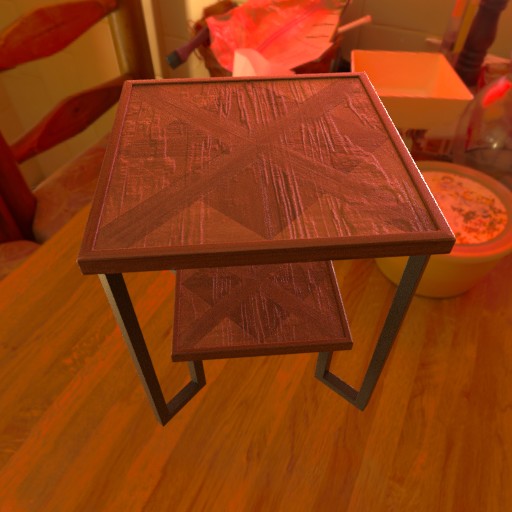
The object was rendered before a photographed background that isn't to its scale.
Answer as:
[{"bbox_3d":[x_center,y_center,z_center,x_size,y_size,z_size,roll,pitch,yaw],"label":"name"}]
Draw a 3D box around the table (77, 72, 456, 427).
[{"bbox_3d":[0.000,0.000,0.958,0.503,0.563,0.503,-3,47,-3],"label":"table"}]
